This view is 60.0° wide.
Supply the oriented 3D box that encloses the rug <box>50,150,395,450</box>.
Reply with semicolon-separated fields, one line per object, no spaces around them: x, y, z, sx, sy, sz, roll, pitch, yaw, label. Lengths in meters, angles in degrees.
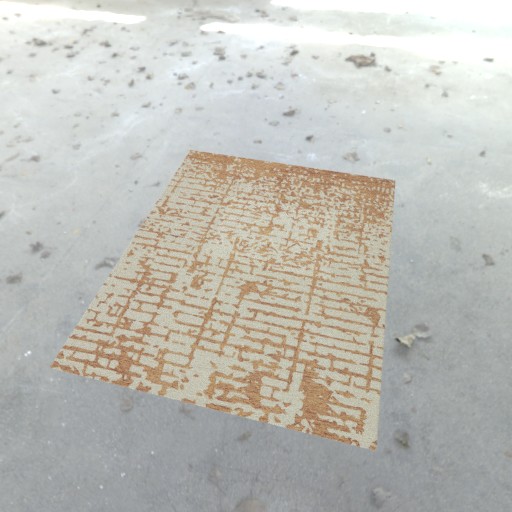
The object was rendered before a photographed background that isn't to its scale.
0.000;0.000;4.167;2.441;0.011;3.050;11;47;10;rug
